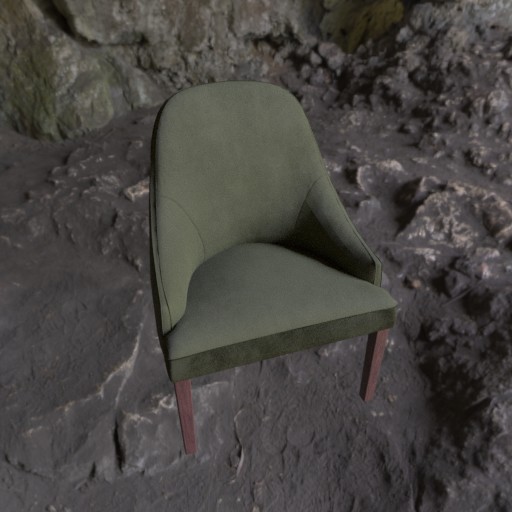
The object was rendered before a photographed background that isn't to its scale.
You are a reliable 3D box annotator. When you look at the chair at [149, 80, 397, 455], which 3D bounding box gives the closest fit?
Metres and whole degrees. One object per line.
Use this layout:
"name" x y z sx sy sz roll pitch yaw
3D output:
"chair" 0.000 0.000 1.314 0.643 0.889 0.575 -10 34 -16
